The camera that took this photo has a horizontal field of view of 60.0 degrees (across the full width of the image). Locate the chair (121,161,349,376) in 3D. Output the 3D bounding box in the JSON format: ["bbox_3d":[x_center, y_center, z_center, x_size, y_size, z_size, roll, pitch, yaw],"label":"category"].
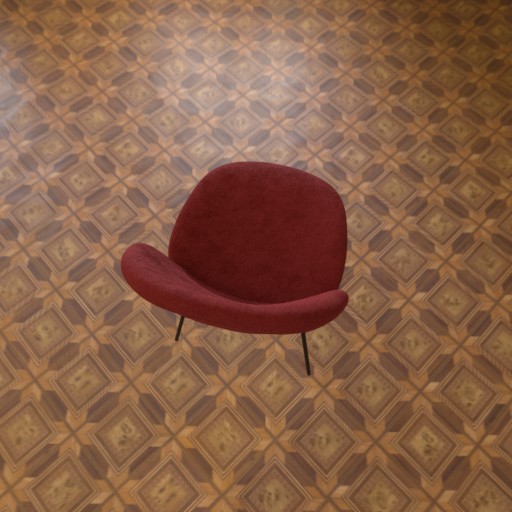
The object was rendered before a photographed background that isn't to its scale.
[{"bbox_3d":[0.000,0.000,1.150,0.458,0.791,0.587,13,66,6],"label":"chair"}]
